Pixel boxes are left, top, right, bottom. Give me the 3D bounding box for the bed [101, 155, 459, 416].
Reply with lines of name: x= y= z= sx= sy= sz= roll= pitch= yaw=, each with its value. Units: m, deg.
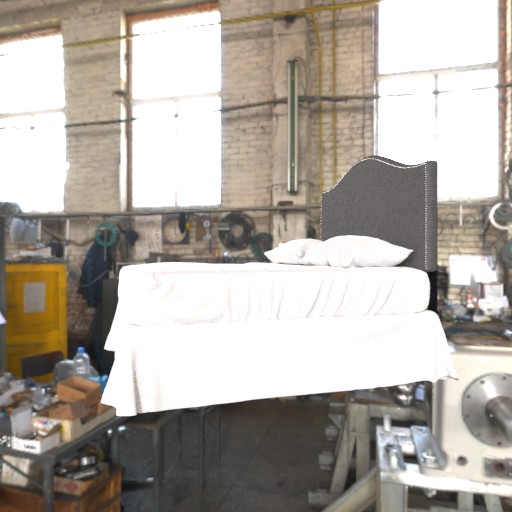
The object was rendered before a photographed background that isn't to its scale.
bed: x=0.000 y=0.000 z=3.391 sx=2.221 sy=1.645 sz=1.876 roll=0 pitch=0 yaw=-18
